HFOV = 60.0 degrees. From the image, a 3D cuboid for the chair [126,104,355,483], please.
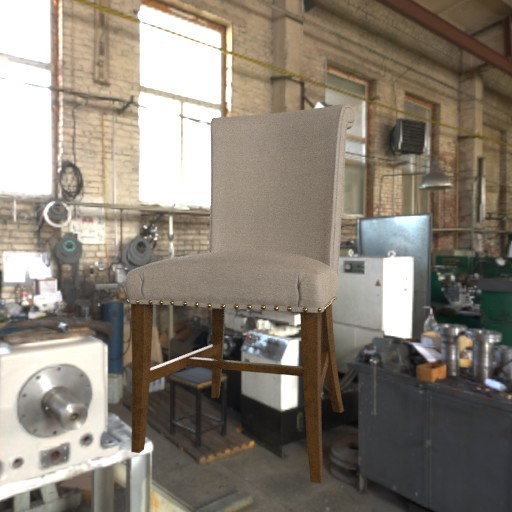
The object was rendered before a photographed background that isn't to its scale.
[{"bbox_3d":[0.000,0.000,1.306,0.513,0.988,0.608,0,1,19],"label":"chair"}]
